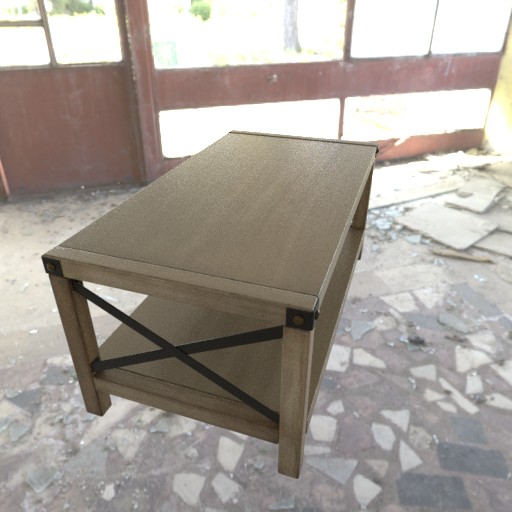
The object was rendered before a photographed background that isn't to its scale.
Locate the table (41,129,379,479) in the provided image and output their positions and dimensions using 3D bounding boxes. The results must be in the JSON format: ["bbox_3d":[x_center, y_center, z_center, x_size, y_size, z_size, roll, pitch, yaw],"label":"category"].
[{"bbox_3d":[0.000,0.000,1.310,0.559,0.456,1.016,10,32,16],"label":"table"}]
